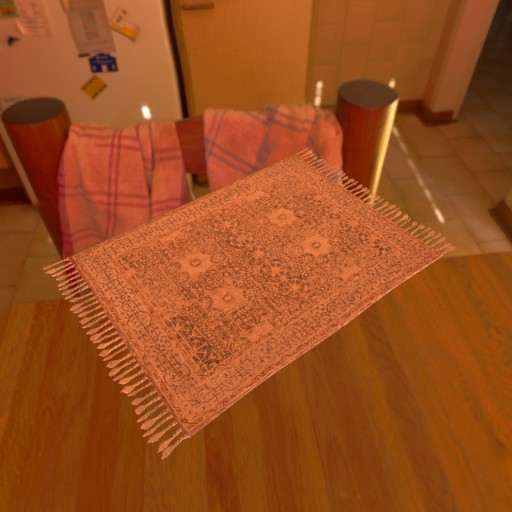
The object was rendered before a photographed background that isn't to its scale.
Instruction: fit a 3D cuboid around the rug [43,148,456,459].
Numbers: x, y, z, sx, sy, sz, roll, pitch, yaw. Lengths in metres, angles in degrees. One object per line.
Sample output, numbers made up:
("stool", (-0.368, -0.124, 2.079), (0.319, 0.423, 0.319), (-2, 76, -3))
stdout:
("rug", (0.000, 0.000, 3.113), (2.465, 0.023, 1.619), (-29, 53, -25))
